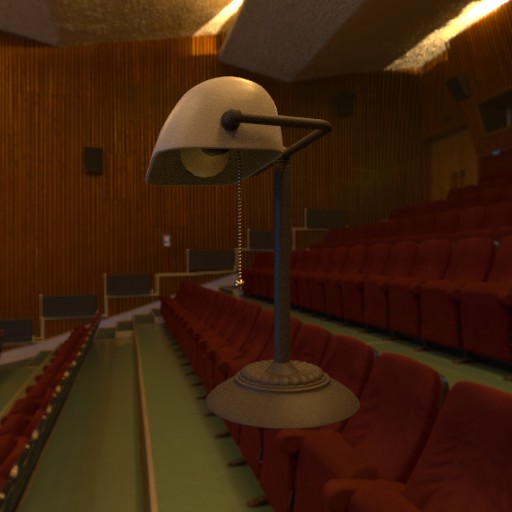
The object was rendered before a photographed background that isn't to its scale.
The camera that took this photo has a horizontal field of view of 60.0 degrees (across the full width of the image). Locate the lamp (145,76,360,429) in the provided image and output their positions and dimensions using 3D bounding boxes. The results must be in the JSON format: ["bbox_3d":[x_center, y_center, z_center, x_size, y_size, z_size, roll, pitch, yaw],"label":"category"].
[{"bbox_3d":[0.000,0.000,0.513,0.243,0.339,0.264,0,0,-17],"label":"lamp"}]
